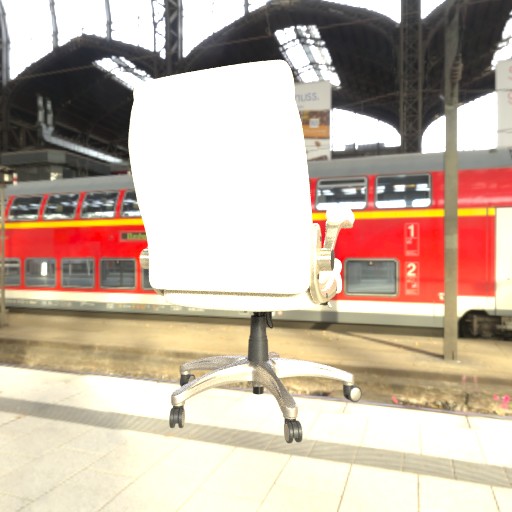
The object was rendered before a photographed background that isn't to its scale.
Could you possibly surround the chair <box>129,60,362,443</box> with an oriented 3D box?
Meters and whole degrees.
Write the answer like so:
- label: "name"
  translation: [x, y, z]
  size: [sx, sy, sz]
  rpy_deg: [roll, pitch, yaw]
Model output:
- label: "chair"
  translation: [0.000, 0.000, 1.642]
  size: [0.740, 1.110, 0.794]
  rpy_deg: [0, 0, 18]
